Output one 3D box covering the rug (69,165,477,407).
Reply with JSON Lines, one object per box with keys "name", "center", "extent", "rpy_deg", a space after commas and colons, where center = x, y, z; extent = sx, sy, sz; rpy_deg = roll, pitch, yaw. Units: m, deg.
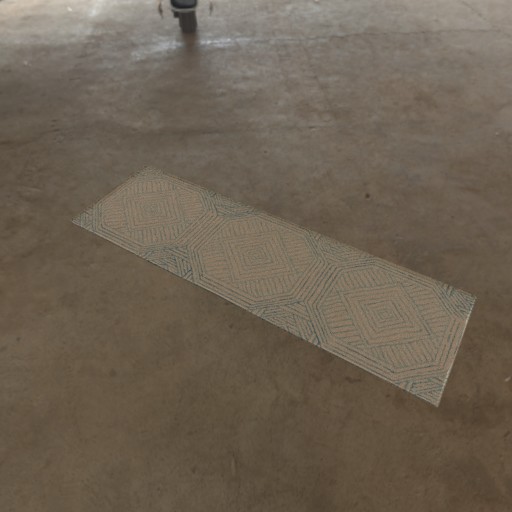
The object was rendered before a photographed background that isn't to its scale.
{"name": "rug", "center": [0.000, 0.000, 2.721], "extent": [2.452, 0.012, 0.775], "rpy_deg": [24, 50, 22]}
